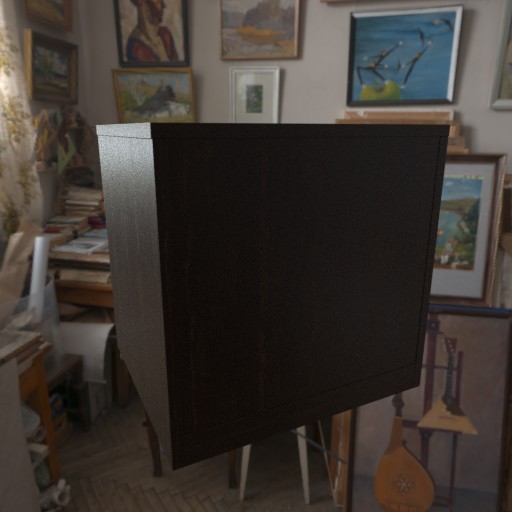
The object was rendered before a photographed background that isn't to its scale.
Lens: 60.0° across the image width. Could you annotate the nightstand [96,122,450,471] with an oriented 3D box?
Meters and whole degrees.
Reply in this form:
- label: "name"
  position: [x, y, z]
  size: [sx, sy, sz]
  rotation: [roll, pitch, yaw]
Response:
- label: "nightstand"
  position: [0.000, 0.000, 0.860]
  size: [0.489, 0.487, 0.427]
  rotation: [-8, 18, -26]
